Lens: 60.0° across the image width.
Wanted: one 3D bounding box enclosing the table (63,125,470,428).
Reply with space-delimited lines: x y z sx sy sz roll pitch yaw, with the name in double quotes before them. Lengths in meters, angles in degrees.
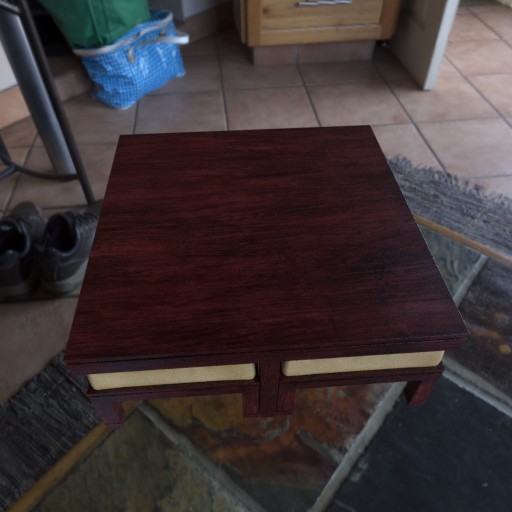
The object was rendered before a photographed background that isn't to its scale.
"table" 0.000 0.000 1.363 0.865 0.356 0.865 -3 47 -3
